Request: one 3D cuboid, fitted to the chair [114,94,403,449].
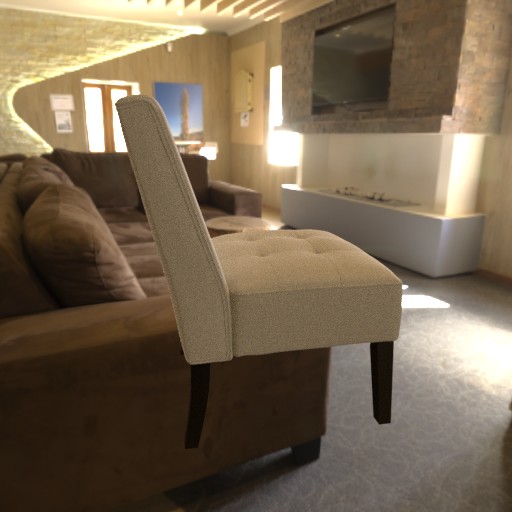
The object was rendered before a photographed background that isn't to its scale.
[{"bbox_3d":[0.000,0.000,1.300,0.676,0.853,0.569,-3,16,-10],"label":"chair"}]
